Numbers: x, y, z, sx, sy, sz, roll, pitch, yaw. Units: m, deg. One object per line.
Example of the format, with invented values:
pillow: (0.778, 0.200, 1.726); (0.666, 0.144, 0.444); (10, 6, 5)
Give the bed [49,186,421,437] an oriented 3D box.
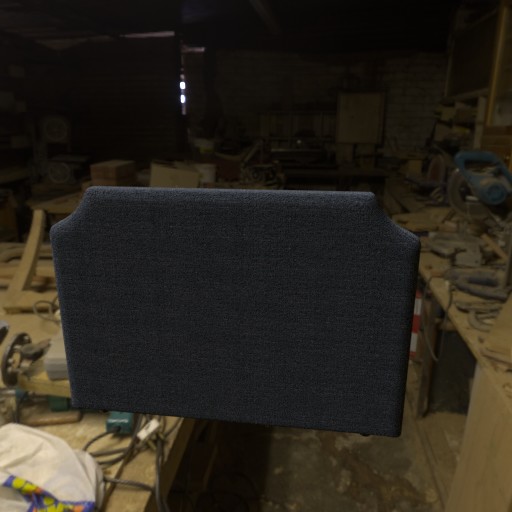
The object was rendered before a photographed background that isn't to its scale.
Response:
bed: (0.000, 0.000, 3.263); (1.828, 1.297, 2.208); (2, 17, 8)
